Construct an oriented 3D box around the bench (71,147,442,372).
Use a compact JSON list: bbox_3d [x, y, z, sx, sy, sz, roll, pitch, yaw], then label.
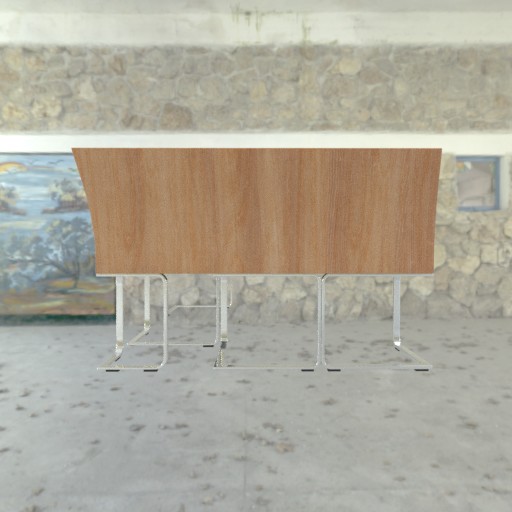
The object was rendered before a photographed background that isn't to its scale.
[{"bbox_3d":[0.000,0.000,2.769,1.495,0.930,1.945,0,2,0],"label":"bench"}]
